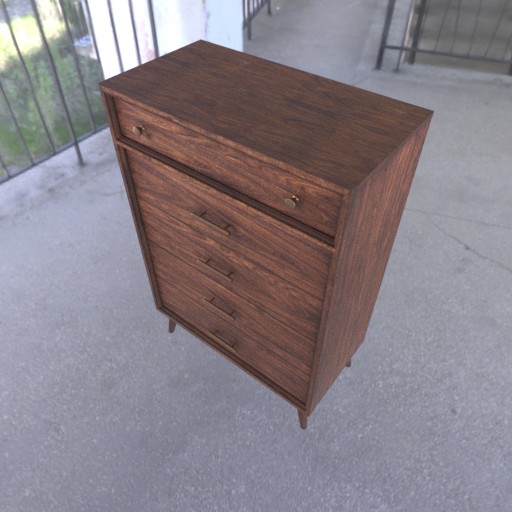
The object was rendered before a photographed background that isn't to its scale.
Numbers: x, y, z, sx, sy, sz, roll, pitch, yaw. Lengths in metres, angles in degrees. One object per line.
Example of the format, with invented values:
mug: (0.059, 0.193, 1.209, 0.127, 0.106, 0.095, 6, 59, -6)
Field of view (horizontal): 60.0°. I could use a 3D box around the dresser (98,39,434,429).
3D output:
dresser: (0.000, 0.000, 1.827, 0.919, 1.365, 0.498, 29, 52, 26)
